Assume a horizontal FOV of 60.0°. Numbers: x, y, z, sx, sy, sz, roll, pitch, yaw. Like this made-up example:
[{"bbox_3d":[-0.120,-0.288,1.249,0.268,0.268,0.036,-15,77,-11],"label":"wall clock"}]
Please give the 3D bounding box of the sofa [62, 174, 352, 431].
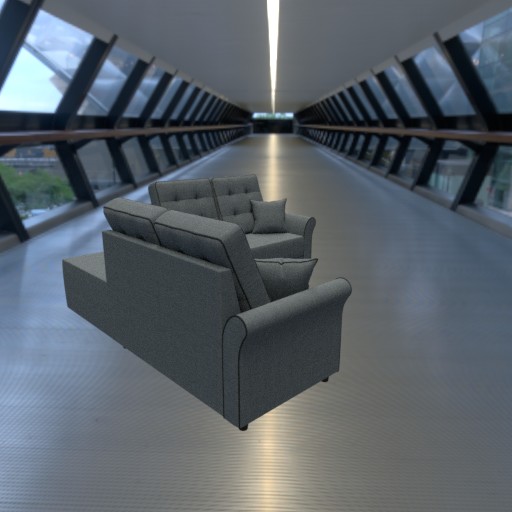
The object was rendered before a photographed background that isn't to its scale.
[{"bbox_3d":[0.000,0.000,3.267,2.070,0.988,2.068,-14,21,-42],"label":"sofa"}]
